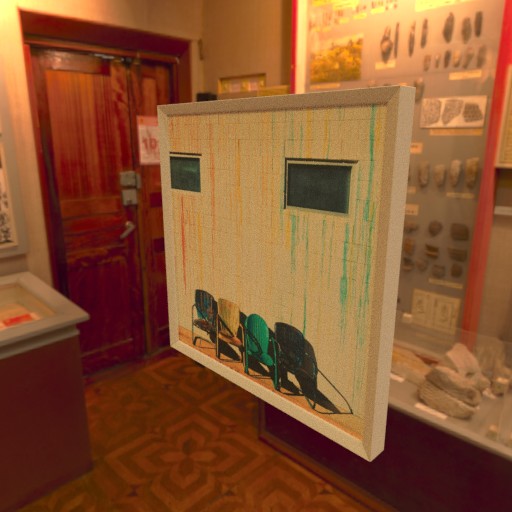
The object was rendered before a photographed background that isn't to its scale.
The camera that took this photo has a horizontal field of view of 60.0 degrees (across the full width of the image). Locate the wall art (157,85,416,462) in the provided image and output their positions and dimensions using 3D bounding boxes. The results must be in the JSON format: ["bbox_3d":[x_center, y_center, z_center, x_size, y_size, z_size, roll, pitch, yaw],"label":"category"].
[{"bbox_3d":[0.000,0.000,0.757,0.037,0.508,0.508,-14,21,-42],"label":"wall art"}]
